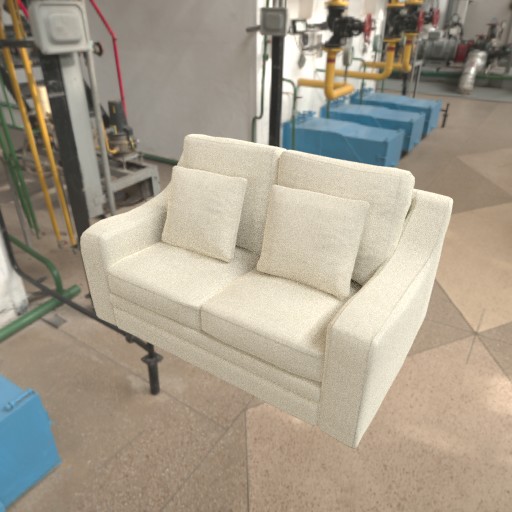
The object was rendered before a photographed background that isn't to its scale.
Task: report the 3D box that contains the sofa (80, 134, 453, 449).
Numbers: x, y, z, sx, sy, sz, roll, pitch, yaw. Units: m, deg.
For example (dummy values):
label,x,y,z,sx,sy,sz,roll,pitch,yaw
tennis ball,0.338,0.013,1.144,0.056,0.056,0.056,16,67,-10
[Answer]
label,x,y,z,sx,sy,sz,roll,pitch,yaw
sofa,0.000,0.000,2.413,1.744,1.047,1.040,18,35,29
